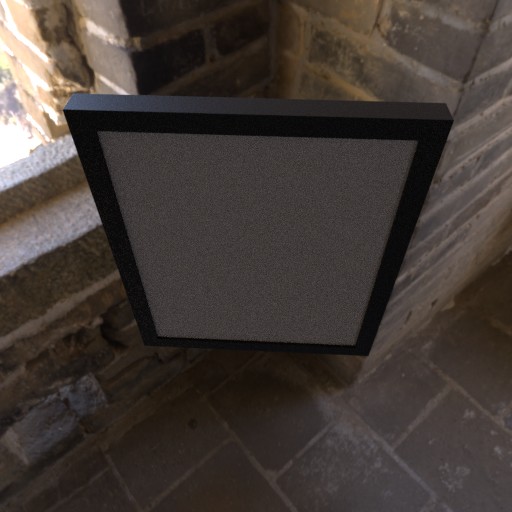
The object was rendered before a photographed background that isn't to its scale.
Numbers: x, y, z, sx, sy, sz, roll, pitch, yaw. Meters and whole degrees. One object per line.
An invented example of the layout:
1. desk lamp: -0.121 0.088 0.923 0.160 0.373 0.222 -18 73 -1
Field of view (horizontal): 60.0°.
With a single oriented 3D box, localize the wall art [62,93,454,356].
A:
1. wall art: 0.000 0.000 0.523 0.330 0.381 0.029 2 47 2
